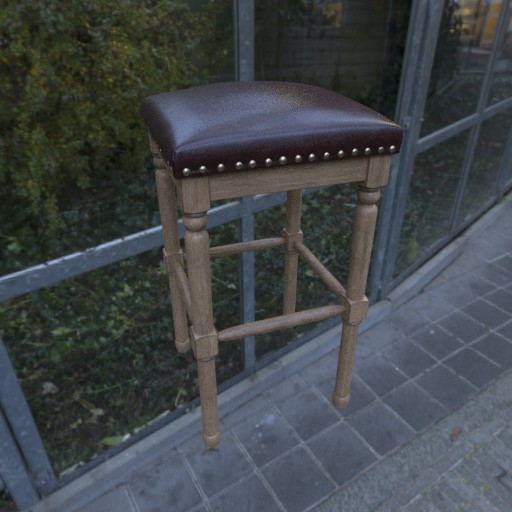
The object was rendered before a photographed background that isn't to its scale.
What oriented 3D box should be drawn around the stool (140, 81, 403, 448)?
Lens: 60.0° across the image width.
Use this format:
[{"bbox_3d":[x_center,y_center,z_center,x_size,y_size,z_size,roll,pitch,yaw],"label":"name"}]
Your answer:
[{"bbox_3d":[0.000,0.000,0.964,0.382,0.702,0.383,-10,32,-17],"label":"stool"}]
